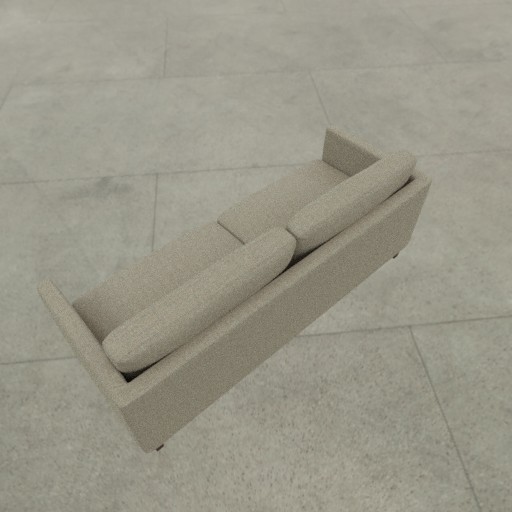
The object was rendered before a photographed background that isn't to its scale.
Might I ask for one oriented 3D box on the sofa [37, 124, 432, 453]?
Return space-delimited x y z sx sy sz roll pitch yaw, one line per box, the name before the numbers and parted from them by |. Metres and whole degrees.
sofa | 0.000 0.000 2.911 2.434 0.965 0.951 -34 57 -26
